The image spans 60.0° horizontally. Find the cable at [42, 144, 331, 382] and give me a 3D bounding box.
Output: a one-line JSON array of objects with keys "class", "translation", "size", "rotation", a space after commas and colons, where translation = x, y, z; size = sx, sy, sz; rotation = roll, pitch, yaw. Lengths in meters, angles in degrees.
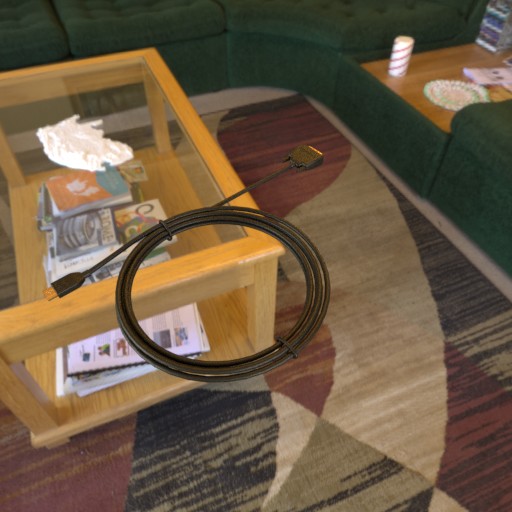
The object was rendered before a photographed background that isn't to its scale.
[{"class": "cable", "translation": [0.000, 0.000, 0.518], "size": [0.422, 0.030, 0.257], "rotation": [-32, 56, -26]}]
